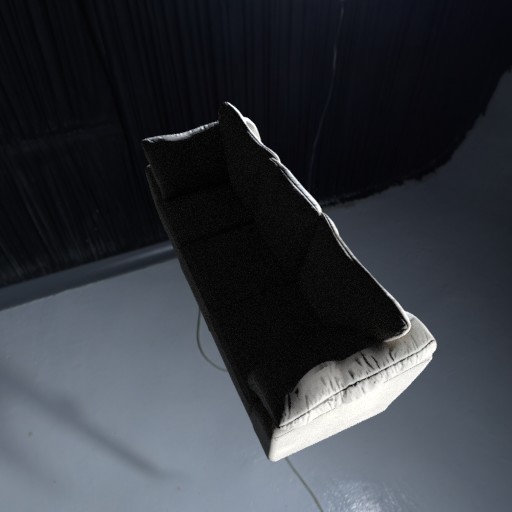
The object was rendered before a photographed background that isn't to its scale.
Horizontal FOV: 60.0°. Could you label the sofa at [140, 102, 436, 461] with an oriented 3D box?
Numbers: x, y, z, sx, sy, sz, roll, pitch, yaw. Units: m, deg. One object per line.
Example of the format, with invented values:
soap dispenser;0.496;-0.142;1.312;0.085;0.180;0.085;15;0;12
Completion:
sofa;0.000;0.000;2.825;0.878;0.996;2.334;-18;49;-16
